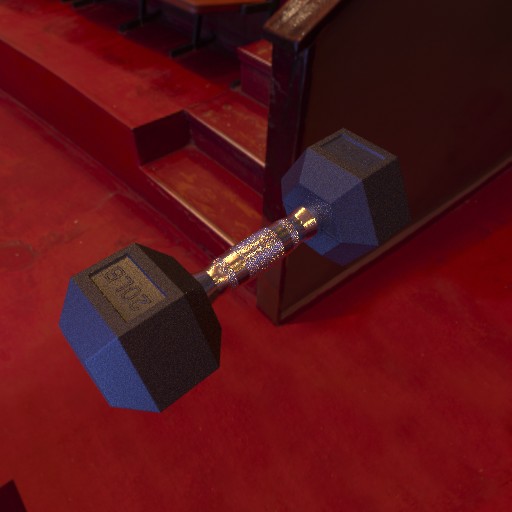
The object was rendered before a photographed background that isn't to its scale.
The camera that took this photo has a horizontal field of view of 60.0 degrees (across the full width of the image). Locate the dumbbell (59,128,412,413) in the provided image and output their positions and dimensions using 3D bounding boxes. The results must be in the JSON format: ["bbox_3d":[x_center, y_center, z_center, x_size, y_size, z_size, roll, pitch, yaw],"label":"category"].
[{"bbox_3d":[0.000,0.000,0.325,0.272,0.092,0.106,-33,56,-26],"label":"dumbbell"}]
